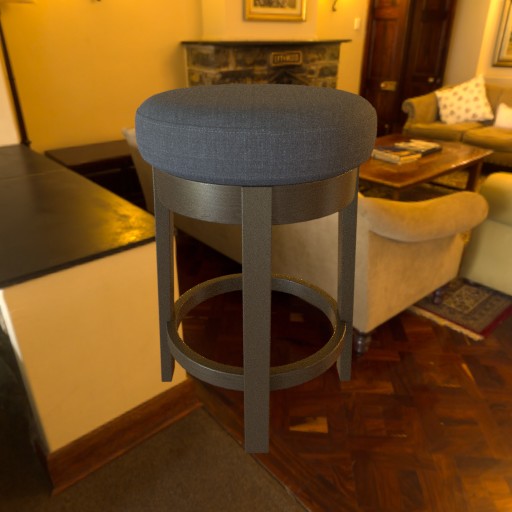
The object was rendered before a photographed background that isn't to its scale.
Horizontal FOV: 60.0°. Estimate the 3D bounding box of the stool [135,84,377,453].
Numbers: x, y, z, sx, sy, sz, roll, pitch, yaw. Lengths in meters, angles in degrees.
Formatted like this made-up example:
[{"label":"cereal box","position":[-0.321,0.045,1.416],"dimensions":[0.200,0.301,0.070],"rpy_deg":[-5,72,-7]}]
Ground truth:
[{"label":"stool","position":[0.000,0.000,0.930],"dimensions":[0.449,0.655,0.449],"rpy_deg":[0,27,0]}]
